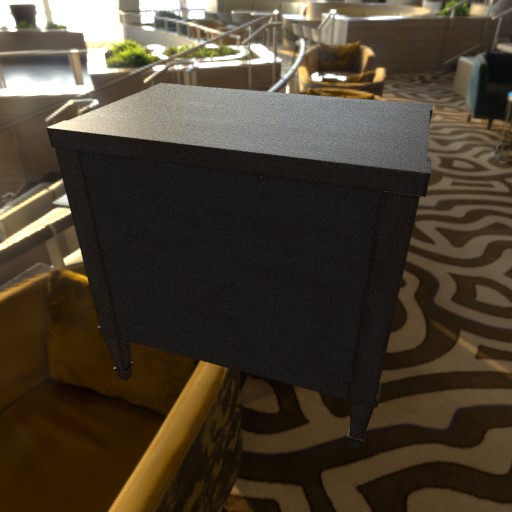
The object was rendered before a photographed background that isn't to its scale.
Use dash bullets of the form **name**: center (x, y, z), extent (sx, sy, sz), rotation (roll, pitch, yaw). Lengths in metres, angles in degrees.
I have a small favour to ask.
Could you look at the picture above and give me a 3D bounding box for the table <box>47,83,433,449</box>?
- **table**: center (0.000, 0.000, 1.051), extent (0.660, 0.660, 0.413), rotation (11, 34, 16)
